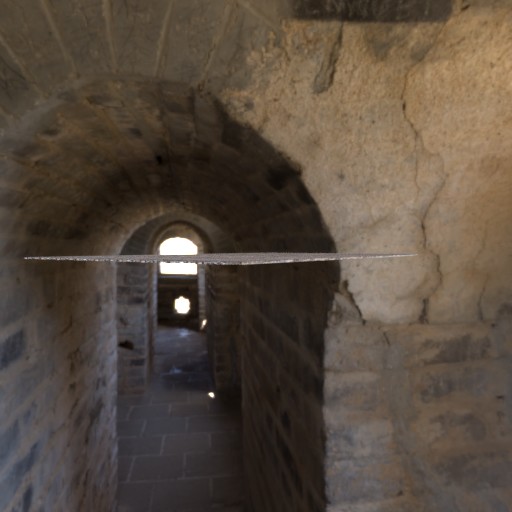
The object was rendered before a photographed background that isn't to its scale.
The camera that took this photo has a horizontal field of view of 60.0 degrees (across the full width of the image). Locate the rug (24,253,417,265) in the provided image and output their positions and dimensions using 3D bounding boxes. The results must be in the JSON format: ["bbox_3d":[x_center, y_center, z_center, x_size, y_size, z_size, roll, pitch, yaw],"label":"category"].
[{"bbox_3d":[0.000,0.000,2.523,1.237,0.010,2.029,1,1,36],"label":"rug"}]
